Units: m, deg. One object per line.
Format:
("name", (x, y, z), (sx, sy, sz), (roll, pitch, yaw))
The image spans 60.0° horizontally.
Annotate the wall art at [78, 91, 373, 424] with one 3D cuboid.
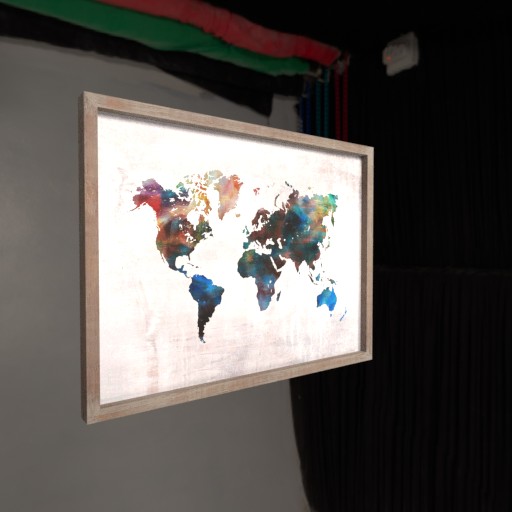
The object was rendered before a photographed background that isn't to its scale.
("wall art", (0.000, 0.000, 1.753), (1.320, 1.009, 0.070), (-1, 2, -36))
